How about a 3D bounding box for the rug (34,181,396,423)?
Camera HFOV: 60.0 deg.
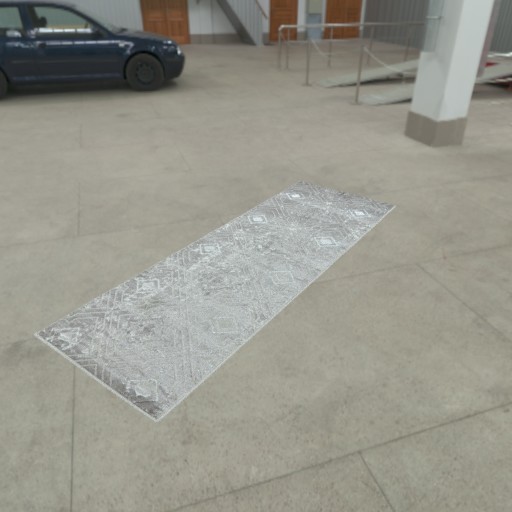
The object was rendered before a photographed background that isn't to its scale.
[{"bbox_3d":[0.000,0.000,2.674,0.832,0.035,2.381,21,37,30],"label":"rug"}]
